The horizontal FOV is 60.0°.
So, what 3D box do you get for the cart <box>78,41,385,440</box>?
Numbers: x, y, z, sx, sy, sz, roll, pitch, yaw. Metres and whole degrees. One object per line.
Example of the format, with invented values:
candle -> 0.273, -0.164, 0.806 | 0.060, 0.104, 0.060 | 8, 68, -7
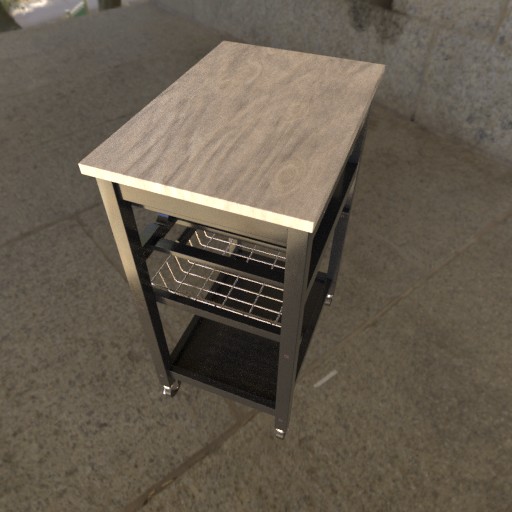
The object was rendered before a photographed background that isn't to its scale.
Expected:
cart -> 0.000, 0.000, 1.161 | 0.403, 0.839, 0.584 | 16, 48, 15
